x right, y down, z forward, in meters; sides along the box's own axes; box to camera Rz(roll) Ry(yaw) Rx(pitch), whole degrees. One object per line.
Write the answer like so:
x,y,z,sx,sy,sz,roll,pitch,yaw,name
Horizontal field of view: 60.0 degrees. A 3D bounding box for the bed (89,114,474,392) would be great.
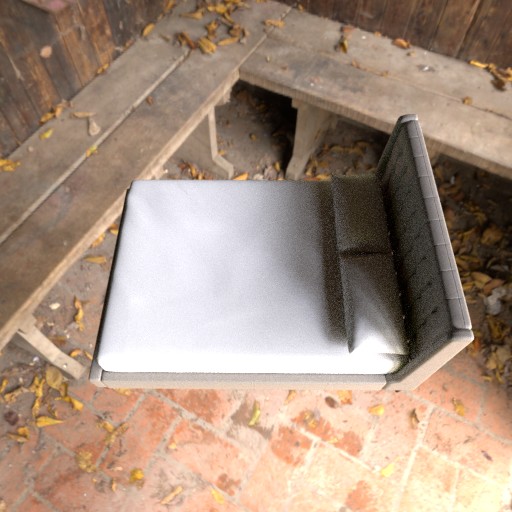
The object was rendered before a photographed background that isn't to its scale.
0.000,0.000,3.143,2.232,1.147,1.656,0,59,0,bed
